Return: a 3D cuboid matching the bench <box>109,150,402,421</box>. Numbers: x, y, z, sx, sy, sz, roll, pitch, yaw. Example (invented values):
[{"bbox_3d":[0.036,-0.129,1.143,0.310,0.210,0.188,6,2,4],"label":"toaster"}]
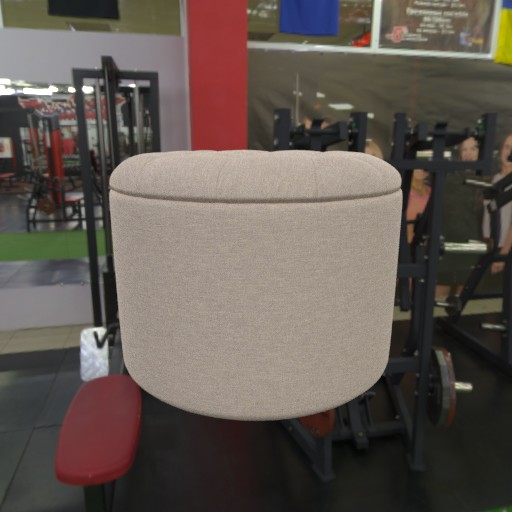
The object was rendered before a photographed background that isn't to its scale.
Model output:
[{"bbox_3d":[0.000,0.000,0.986,0.600,0.454,0.600,0,15,0],"label":"bench"}]
